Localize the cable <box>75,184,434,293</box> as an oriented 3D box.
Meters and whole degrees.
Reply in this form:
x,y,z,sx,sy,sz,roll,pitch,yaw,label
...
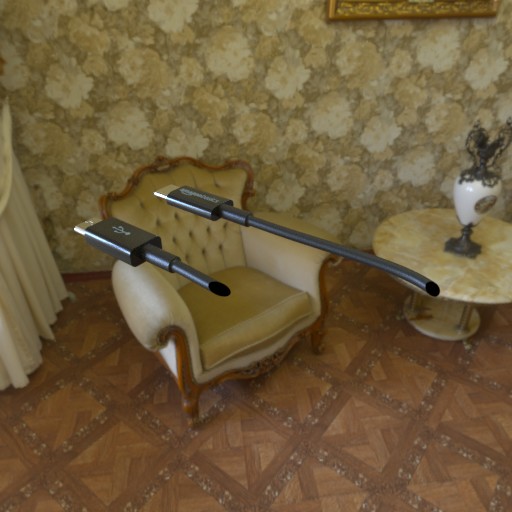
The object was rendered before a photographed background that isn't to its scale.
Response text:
x,y,z,sx,sy,sz,roll,pitch,yaw,label
0.000,0.000,0.112,0.098,0.006,0.040,22,38,31,cable
